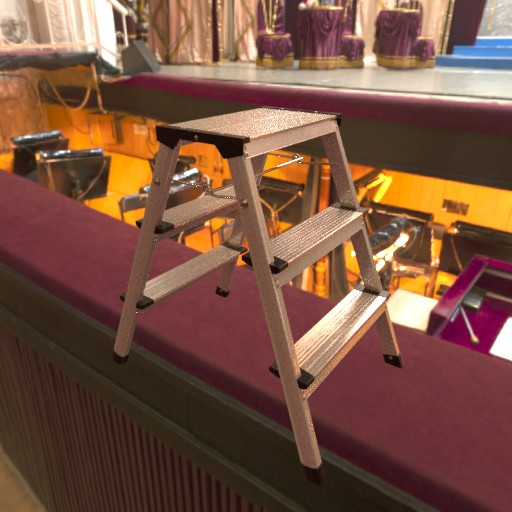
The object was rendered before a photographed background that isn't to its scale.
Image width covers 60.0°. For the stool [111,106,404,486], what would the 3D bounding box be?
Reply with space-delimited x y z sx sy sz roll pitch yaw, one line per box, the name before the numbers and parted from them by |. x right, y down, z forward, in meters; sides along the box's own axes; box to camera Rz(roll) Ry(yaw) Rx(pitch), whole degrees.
stool | 0.000 0.000 1.012 0.622 0.605 0.437 18 31 32
